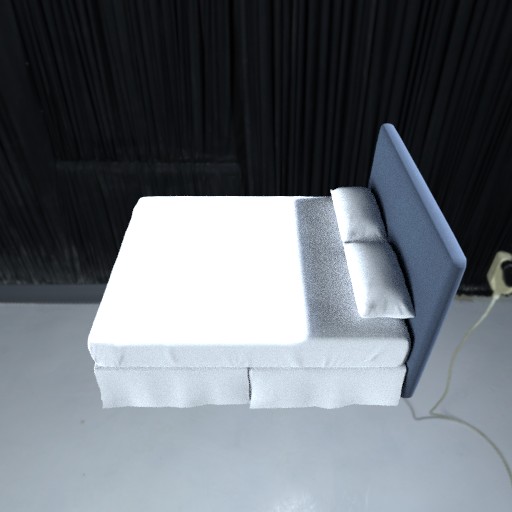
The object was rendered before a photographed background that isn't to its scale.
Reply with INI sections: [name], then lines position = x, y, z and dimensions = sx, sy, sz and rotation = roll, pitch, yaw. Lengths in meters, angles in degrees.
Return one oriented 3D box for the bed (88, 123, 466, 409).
[bed]
position = 0.000, 0.000, 3.243
dimensions = 2.162, 1.330, 1.713
rotation = 0, 41, 0
